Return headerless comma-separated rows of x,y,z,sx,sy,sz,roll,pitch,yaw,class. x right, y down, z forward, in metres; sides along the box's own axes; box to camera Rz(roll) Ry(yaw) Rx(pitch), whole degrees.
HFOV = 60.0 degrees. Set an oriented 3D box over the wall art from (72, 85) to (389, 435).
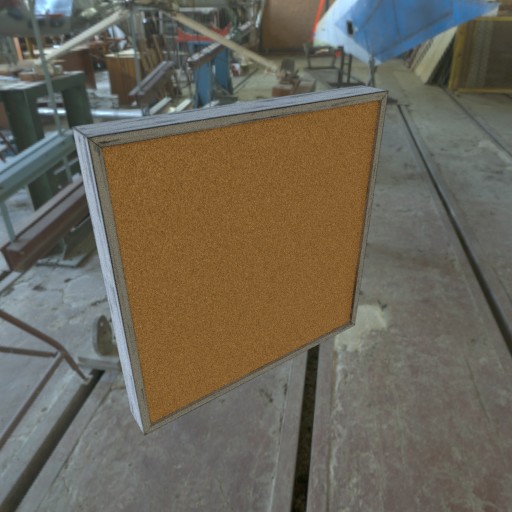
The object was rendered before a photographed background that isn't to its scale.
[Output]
0.000,0.000,0.462,0.303,0.303,0.036,-20,36,-30,wall art
